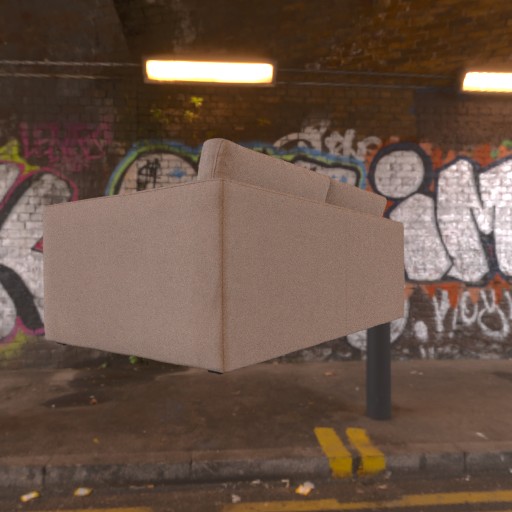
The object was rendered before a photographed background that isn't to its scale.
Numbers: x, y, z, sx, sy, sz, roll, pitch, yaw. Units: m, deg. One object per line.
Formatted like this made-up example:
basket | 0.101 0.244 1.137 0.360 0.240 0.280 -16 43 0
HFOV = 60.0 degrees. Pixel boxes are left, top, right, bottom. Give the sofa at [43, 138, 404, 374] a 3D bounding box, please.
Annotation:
sofa | 0.000 0.000 2.494 1.091 0.839 1.905 -1 -1 35
